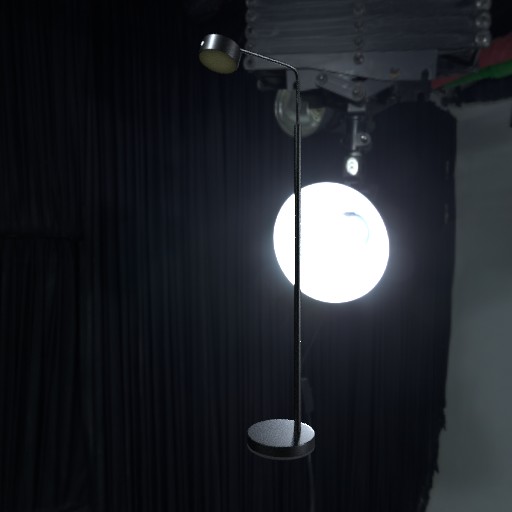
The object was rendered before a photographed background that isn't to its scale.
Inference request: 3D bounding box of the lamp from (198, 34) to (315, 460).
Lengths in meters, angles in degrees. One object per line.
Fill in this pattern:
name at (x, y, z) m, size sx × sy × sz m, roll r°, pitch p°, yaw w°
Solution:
lamp at (0.000, 0.000, 1.381) m, size 0.418 × 1.230 × 0.219 m, roll 0°, pitch 1°, yaw -35°
